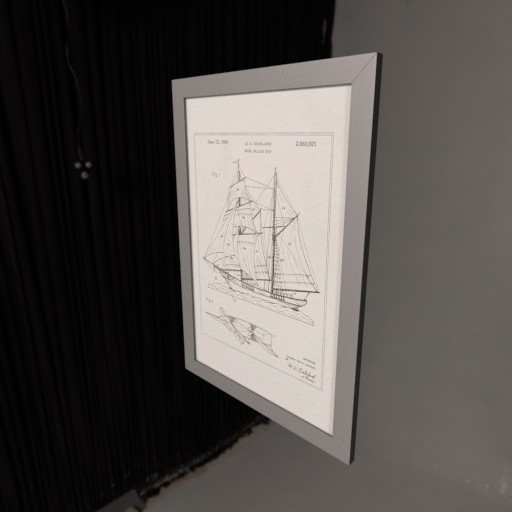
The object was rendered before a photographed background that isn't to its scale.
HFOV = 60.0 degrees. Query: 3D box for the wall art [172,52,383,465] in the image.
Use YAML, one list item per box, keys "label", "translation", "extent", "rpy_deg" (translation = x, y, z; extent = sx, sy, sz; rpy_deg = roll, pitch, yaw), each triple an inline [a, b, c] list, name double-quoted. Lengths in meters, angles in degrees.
- label: "wall art"
  translation: [0.000, 0.000, 0.682]
  extent: [0.380, 0.534, 0.013]
  rpy_deg: [15, 21, 43]
